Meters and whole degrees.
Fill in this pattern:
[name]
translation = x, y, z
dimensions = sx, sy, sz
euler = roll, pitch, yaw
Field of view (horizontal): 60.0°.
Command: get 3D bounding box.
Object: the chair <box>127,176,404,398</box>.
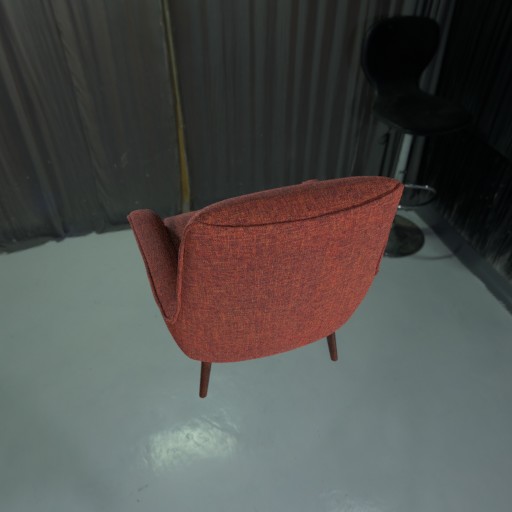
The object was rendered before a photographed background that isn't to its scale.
[chair]
translation = 0.000, 0.000, 1.529
dimensions = 0.803, 0.911, 0.784
euler = -12, 42, -13
